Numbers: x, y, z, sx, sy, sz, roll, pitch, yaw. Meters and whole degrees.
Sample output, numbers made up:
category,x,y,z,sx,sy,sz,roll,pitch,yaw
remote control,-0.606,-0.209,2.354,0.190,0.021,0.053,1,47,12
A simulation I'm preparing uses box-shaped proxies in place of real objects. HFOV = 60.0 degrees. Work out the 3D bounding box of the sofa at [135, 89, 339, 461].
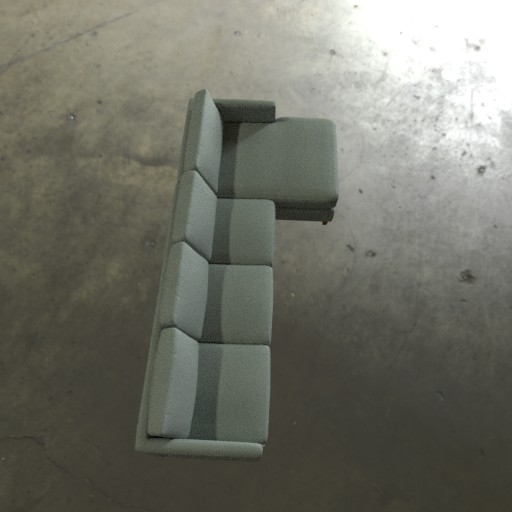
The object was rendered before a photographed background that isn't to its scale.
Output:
category,x,y,z,sx,sy,sz,roll,pitch,yaw
sofa,0.000,0.000,4.132,1.604,0.950,3.471,2,63,1
